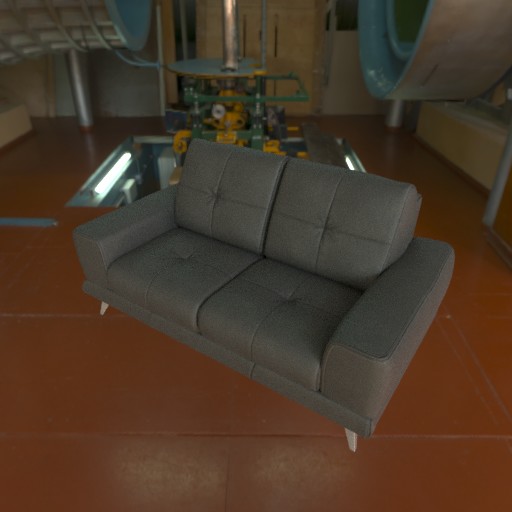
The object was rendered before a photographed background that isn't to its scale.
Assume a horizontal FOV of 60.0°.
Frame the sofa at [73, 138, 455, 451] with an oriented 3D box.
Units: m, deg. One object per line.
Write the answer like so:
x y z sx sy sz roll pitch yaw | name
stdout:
0.000 0.000 2.346 1.806 0.907 1.018 19 36 29 | sofa
